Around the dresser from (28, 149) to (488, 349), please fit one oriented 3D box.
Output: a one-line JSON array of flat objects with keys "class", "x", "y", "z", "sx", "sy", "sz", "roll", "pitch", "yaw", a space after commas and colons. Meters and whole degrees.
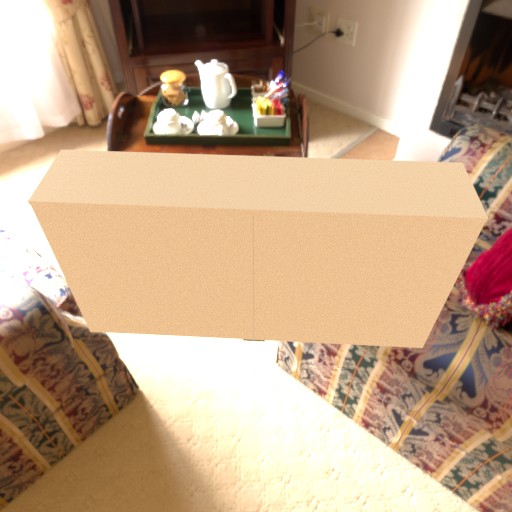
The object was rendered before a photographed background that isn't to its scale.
[{"class": "dresser", "x": 0.000, "y": 0.000, "z": 1.874, "sx": 1.535, "sy": 0.790, "sz": 0.333, "roll": 2, "pitch": 46, "yaw": 2}]
